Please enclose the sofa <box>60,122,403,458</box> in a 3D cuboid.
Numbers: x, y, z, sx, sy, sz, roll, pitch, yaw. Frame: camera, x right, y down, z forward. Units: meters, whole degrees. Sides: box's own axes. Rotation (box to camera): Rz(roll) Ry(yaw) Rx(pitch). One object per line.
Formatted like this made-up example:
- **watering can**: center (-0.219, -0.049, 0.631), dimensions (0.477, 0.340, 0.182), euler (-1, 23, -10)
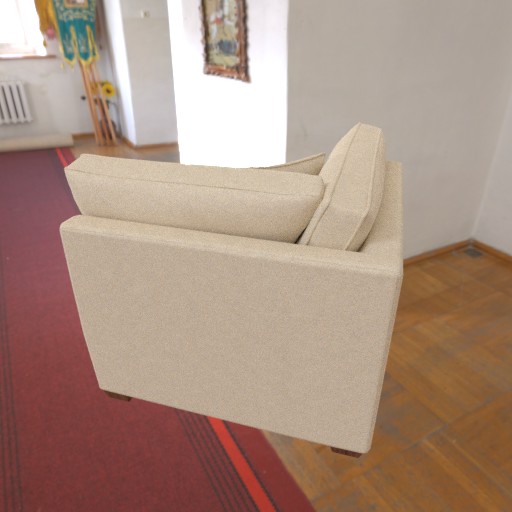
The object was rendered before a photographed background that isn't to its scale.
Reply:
- **sofa**: center (0.000, 0.000, 1.943), dimensions (1.146, 1.002, 1.084), euler (8, 30, 14)
